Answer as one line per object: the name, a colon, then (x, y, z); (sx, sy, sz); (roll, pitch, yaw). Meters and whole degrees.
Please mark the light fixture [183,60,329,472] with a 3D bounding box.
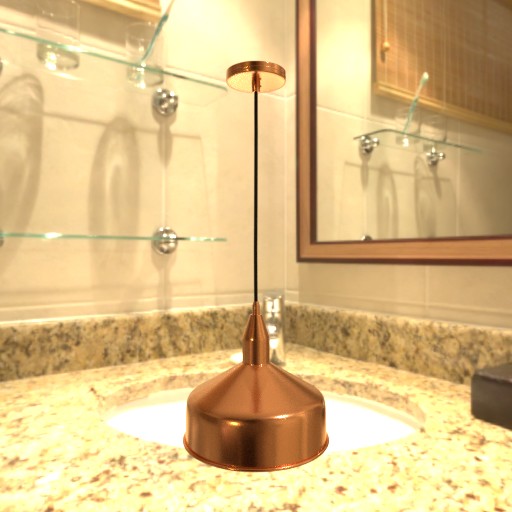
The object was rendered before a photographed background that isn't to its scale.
light fixture: (0.000, 0.000, 0.918); (0.301, 0.754, 0.301); (0, 0, 17)
